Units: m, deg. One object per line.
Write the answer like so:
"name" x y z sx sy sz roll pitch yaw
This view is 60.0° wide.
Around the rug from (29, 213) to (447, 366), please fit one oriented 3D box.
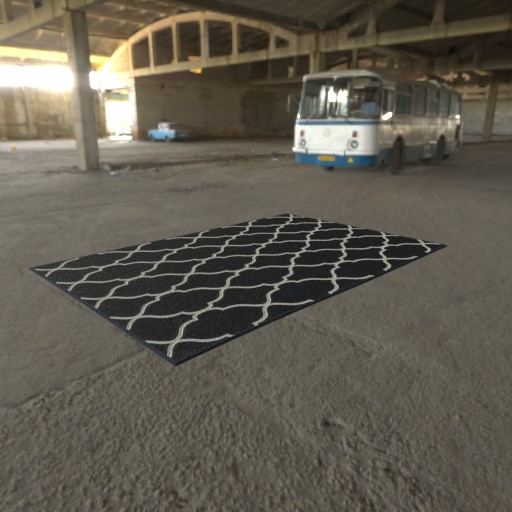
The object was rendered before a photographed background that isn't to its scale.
"rug" 0.000 0.000 2.876 2.290 0.014 1.526 -16 23 -42
